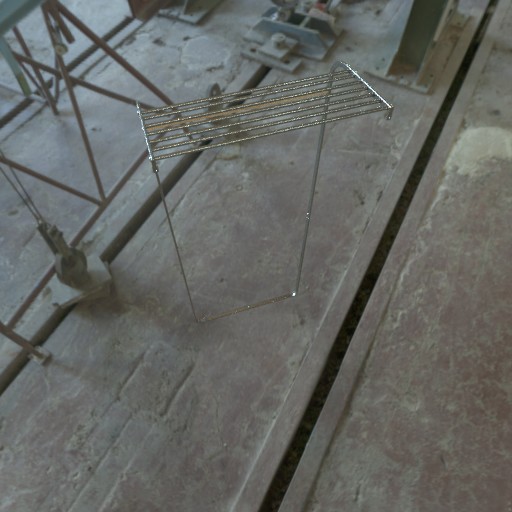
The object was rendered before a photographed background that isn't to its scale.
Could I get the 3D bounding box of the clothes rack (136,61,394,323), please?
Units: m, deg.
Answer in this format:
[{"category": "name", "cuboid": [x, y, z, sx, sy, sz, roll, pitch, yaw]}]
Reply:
[{"category": "clothes rack", "cuboid": [0.000, 0.000, 1.791, 0.609, 1.574, 0.349, -15, 58, -10]}]
